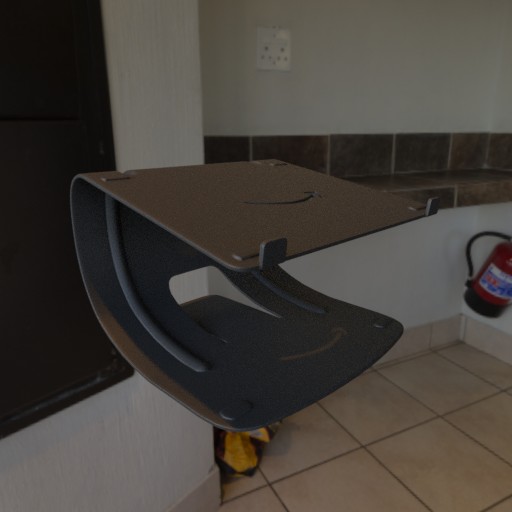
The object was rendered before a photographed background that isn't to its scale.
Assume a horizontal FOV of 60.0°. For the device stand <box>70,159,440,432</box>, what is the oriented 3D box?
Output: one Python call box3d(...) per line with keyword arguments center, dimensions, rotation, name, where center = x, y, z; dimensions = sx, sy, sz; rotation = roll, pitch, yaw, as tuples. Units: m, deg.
box3d(center=(0.000, 0.000, 0.410), dimensions=(0.236, 0.155, 0.256), rotation=(15, 22, 42), name="device stand")
